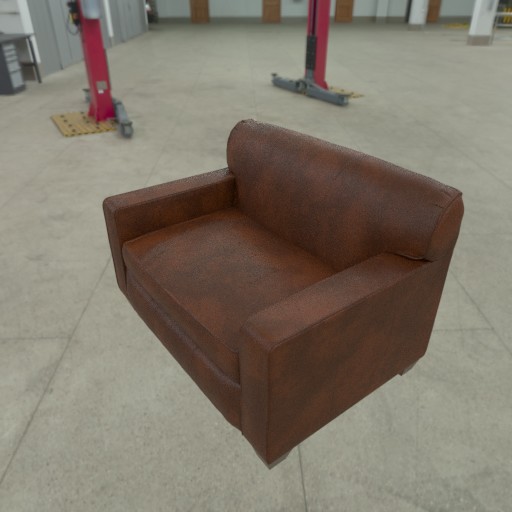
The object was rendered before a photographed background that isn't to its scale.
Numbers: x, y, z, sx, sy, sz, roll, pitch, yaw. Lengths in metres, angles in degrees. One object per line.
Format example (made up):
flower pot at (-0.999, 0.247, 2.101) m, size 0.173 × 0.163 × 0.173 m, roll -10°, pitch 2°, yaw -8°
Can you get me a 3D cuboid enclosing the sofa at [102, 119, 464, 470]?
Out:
sofa at (0.000, 0.000, 2.086) m, size 1.000 × 0.956 × 1.413 m, roll -21°, pitch 37°, yaw -31°
